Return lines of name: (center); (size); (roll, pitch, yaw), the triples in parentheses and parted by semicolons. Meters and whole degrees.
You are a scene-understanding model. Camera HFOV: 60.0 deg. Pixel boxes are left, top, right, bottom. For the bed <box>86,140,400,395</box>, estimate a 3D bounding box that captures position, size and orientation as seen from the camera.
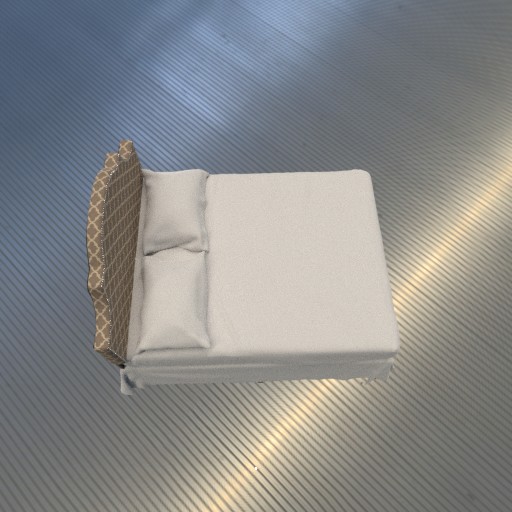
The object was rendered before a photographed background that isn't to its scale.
bed: (0.000, 0.000, 3.356); (2.222, 1.633, 1.780); (-2, 64, -1)
